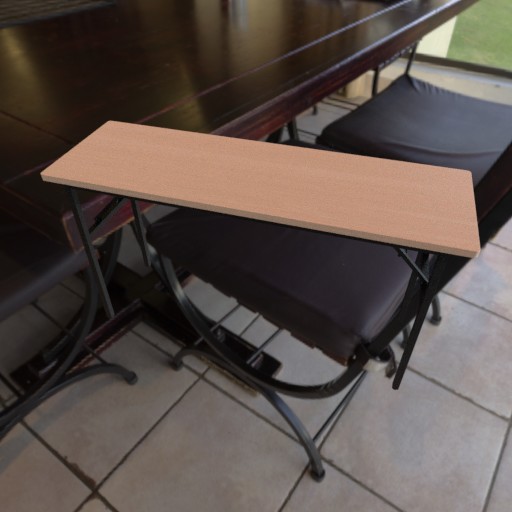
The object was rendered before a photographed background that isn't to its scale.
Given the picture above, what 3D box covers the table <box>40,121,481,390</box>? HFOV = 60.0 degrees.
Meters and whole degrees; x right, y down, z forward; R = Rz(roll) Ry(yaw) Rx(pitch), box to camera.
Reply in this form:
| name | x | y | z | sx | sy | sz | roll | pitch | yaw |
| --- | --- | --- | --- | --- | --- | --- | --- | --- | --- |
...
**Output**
| name | x | y | z | sx | sy | sz | roll | pitch | yaw |
| --- | --- | --- | --- | --- | --- | --- | --- | --- | --- |
| table | 0.000 | 0.000 | 1.750 | 1.397 | 0.750 | 0.447 | 11 | 42 | 13 |
